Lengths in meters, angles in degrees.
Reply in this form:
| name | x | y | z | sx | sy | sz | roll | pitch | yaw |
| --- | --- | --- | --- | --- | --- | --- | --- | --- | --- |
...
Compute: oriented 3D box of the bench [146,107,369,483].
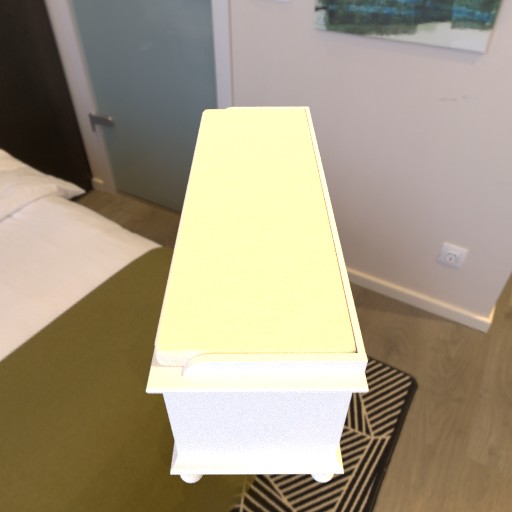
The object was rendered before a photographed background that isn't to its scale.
| name | x | y | z | sx | sy | sz | roll | pitch | yaw |
| --- | --- | --- | --- | --- | --- | --- | --- | --- | --- |
| bench | 0.000 | 0.000 | 1.372 | 0.402 | 0.486 | 1.185 | 0 | 41 | 0 |
